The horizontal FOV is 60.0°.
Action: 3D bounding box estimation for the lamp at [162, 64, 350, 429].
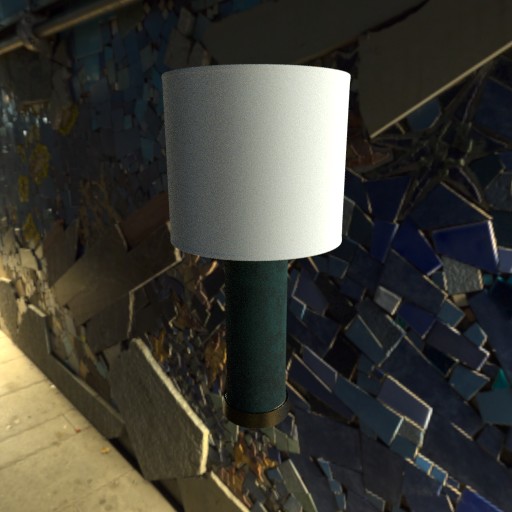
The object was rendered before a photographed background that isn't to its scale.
[{"bbox_3d":[0.000,0.000,0.802,0.301,0.630,0.301,-8,18,-27],"label":"lamp"}]
